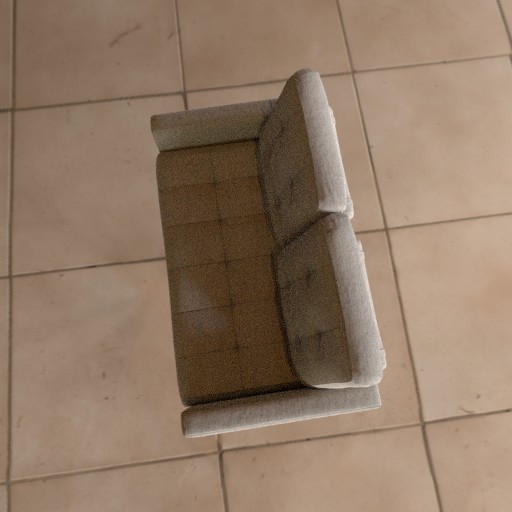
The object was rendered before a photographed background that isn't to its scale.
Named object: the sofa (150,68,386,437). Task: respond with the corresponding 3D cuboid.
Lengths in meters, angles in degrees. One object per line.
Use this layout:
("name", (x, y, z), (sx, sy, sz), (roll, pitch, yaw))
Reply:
("sofa", (0.000, 0.000, 1.984), (0.842, 0.907, 1.407), (-8, 76, -2))
